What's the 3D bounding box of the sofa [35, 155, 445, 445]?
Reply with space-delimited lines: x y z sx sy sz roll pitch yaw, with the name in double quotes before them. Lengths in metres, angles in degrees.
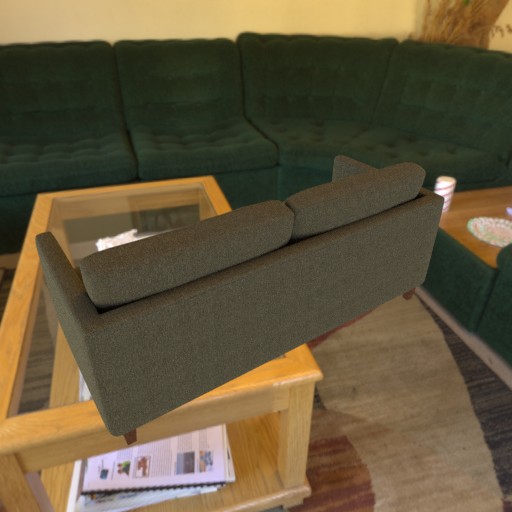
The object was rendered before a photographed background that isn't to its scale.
"sofa" 0.000 0.000 2.649 2.208 0.965 0.948 -20 38 -28
